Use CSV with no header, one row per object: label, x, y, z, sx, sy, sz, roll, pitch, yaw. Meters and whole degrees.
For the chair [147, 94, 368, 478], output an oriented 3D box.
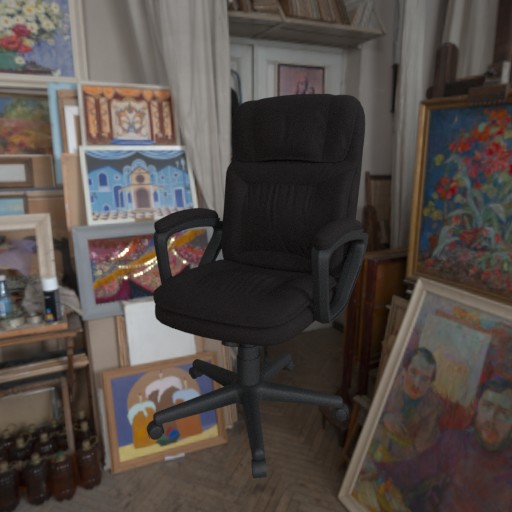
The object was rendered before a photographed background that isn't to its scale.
chair,0.000,0.000,1.502,0.667,1.105,0.724,7,15,28
